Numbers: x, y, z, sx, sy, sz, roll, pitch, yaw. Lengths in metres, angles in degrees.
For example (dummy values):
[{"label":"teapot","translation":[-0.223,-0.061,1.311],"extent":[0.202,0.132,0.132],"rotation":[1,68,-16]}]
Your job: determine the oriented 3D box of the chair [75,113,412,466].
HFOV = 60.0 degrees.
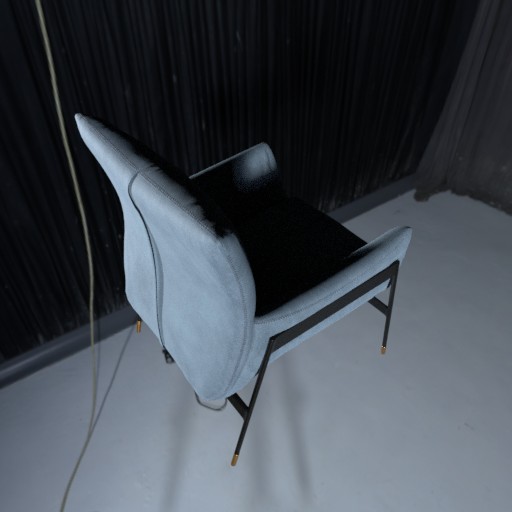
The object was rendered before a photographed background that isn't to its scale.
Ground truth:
[{"label":"chair","translation":[0.000,0.000,1.368],"extent":[0.709,0.858,0.678],"rotation":[-26,47,-27]}]
